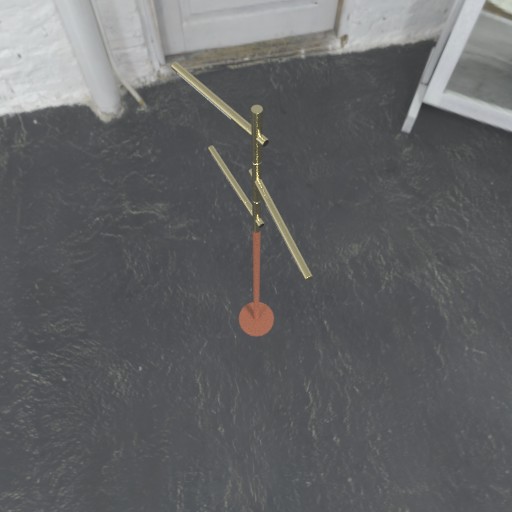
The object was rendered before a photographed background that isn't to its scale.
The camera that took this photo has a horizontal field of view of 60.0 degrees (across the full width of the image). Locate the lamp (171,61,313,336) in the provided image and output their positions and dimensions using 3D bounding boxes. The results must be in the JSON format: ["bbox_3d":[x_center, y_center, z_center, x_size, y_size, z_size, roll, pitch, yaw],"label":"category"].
[{"bbox_3d":[0.000,0.000,1.899,0.209,1.704,0.737,-34,68,-15],"label":"lamp"}]
